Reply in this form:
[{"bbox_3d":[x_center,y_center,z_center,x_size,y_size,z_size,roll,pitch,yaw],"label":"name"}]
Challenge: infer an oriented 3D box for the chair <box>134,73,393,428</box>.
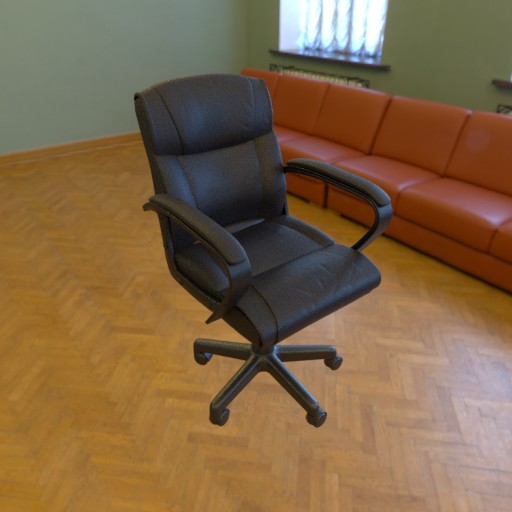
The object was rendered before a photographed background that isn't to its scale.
[{"bbox_3d":[0.000,0.000,1.390,0.576,0.998,0.641,-21,36,-32],"label":"chair"}]
